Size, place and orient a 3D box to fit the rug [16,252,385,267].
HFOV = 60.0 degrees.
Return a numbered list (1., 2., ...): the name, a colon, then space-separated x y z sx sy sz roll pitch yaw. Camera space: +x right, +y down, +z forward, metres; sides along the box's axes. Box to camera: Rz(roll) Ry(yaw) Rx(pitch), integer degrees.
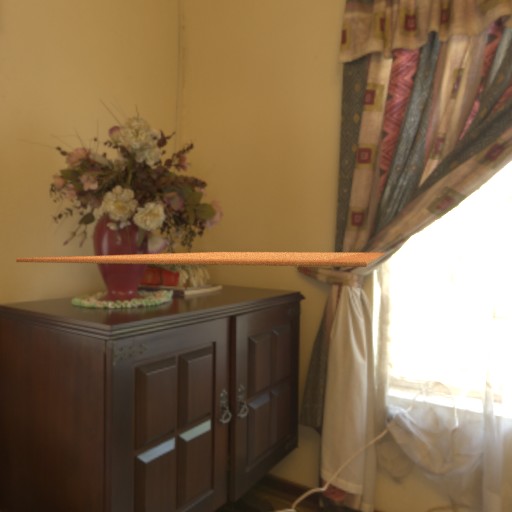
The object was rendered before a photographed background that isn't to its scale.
1. rug: 0.000 0.000 2.262 1.219 0.014 1.829 0 1 18
